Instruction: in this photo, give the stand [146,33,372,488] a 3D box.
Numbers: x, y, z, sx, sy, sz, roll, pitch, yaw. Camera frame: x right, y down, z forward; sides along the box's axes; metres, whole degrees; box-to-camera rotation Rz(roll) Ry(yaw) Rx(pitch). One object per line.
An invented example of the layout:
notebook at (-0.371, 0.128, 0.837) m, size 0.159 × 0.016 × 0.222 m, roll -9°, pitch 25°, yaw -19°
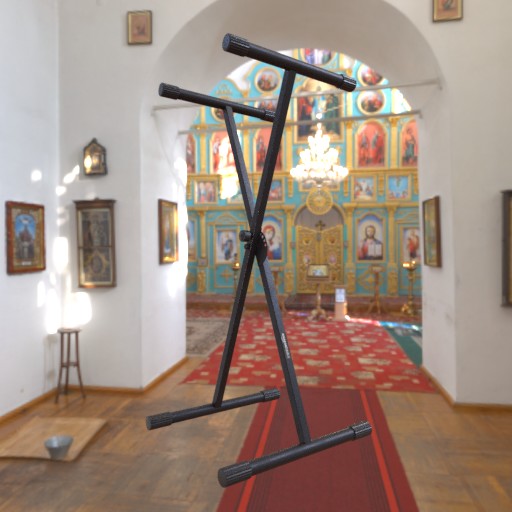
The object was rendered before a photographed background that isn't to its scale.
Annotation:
stand at (0.000, 0.000, 1.183) m, size 0.449 × 0.940 × 0.409 m, roll 0°, pitch 0°, yaw -37°
